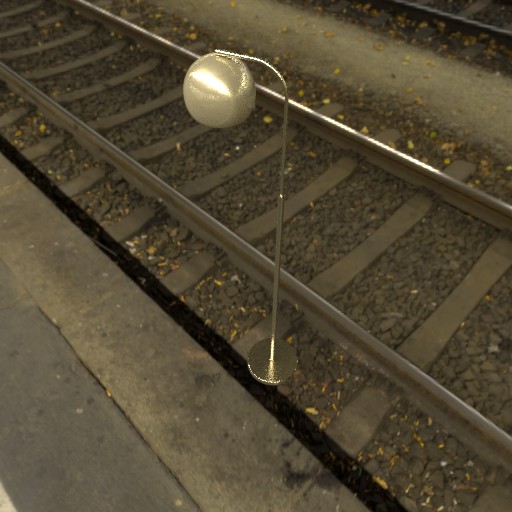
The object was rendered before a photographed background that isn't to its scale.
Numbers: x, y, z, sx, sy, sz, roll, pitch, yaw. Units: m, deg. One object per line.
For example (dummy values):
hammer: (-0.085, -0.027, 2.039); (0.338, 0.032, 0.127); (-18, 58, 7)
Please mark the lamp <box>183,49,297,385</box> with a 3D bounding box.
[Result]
lamp: (0.000, 0.000, 1.707); (0.431, 1.526, 0.250); (18, 50, 16)
